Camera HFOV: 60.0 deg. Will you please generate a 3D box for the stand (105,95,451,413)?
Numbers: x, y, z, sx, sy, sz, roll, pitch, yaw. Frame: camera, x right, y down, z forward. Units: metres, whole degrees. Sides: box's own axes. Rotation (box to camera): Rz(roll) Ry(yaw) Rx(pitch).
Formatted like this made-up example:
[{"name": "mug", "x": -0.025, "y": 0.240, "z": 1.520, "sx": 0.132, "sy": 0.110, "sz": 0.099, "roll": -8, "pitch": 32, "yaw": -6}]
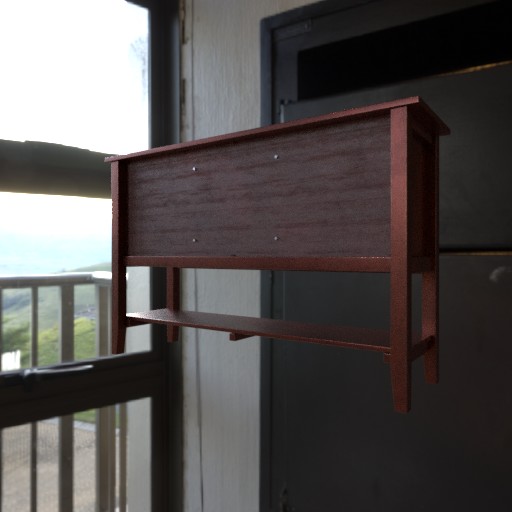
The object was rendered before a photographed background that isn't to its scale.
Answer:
[{"name": "stand", "x": 0.000, "y": 0.000, "z": 1.756, "sx": 1.362, "sy": 0.872, "sz": 0.410, "roll": 0, "pitch": 0, "yaw": 35}]
